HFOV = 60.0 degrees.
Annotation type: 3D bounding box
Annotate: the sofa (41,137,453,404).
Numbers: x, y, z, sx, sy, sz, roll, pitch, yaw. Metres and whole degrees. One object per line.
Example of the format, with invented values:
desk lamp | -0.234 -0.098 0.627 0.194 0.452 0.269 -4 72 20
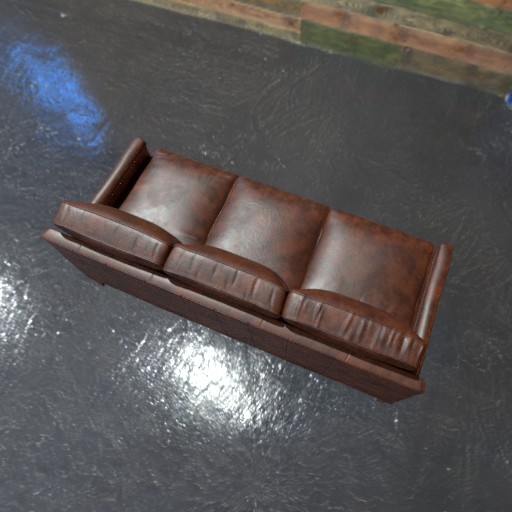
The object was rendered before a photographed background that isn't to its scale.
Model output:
sofa | 0.000 0.000 2.799 2.240 1.003 1.084 21 64 10
